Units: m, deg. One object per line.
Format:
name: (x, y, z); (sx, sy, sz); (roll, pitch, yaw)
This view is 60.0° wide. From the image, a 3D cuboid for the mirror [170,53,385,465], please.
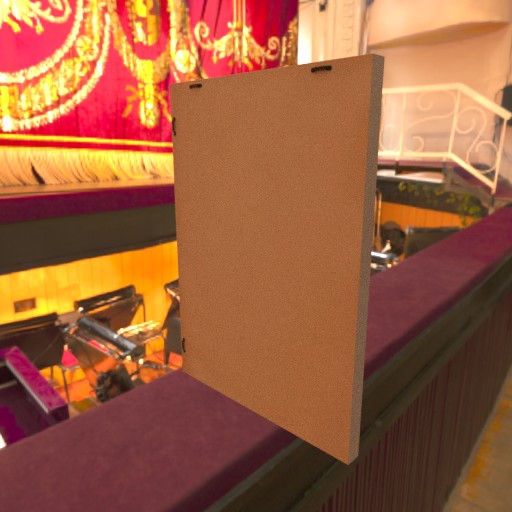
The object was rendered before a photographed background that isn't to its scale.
mirror: (0.000, 0.000, 0.920); (0.507, 0.710, 0.040); (13, 19, 42)
